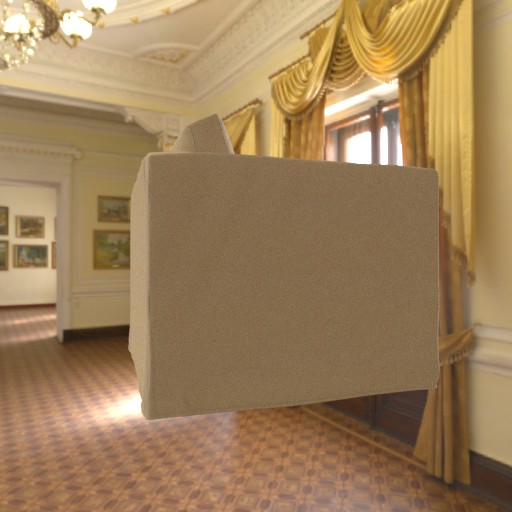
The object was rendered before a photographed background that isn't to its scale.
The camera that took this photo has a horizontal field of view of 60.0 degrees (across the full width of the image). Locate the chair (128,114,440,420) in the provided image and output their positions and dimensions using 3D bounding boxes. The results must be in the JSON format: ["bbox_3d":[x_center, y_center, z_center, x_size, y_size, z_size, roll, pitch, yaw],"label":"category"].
[{"bbox_3d":[0.000,0.000,1.766,0.947,0.851,1.057,0,0,-18],"label":"chair"}]
